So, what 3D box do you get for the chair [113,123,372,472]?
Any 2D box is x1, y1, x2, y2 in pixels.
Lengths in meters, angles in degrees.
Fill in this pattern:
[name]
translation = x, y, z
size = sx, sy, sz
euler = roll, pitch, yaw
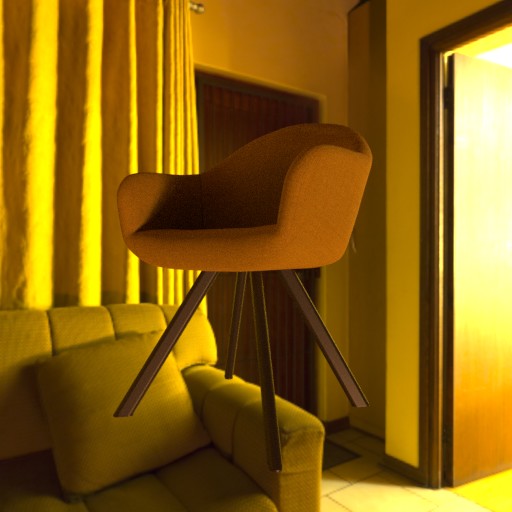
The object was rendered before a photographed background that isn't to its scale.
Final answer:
[chair]
translation = 0.000, 0.000, 1.180
size = 0.590, 0.795, 0.550
euler = 0, 1, 36
